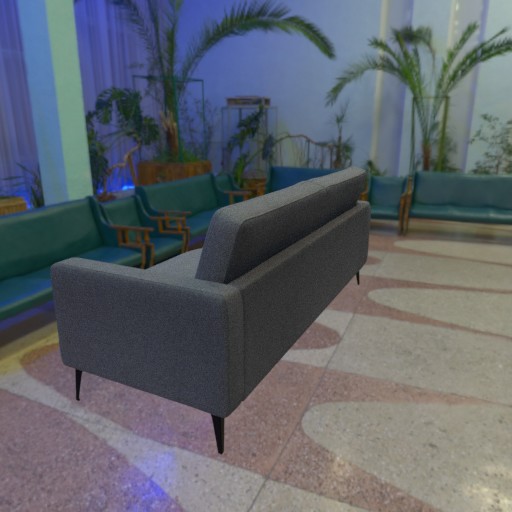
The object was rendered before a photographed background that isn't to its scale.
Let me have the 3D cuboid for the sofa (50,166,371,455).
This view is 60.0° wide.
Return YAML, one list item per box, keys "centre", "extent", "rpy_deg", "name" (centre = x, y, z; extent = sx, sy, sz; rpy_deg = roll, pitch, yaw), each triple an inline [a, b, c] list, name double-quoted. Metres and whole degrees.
- centre: [0.000, 0.000, 2.341]
  extent: [0.774, 0.828, 1.925]
  rpy_deg: [8, 18, 26]
  name: "sofa"
